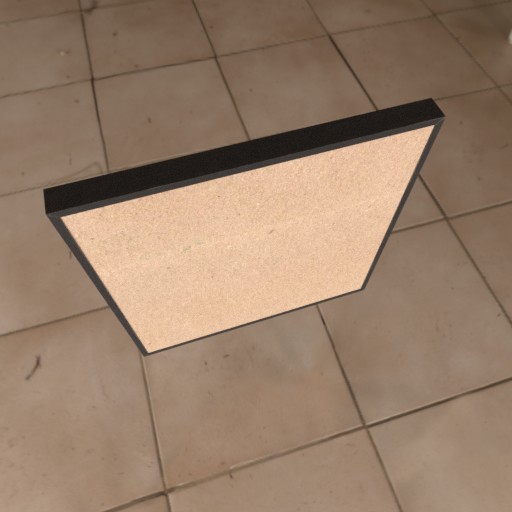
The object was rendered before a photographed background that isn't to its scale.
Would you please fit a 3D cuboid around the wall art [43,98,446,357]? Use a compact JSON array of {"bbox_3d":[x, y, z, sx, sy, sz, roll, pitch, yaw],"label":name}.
[{"bbox_3d":[0.000,0.000,0.764,0.508,0.508,0.038,-16,61,-9],"label":"wall art"}]
